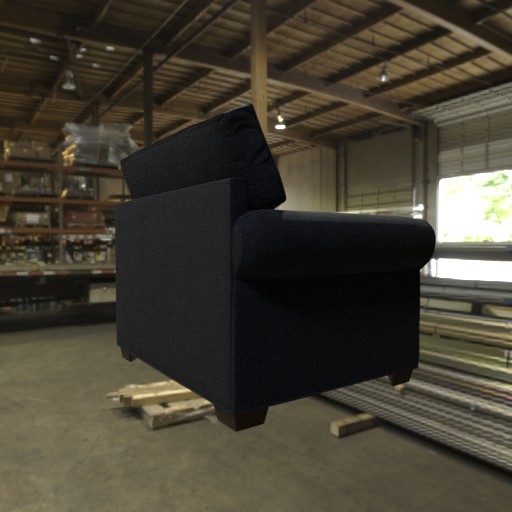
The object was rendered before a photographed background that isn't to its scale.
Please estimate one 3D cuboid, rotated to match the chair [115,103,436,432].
[{"bbox_3d":[0.000,0.000,2.052,0.963,1.044,1.285,-1,2,-35],"label":"chair"}]
